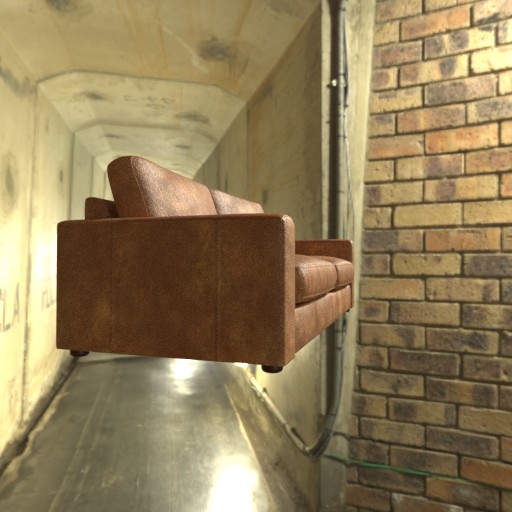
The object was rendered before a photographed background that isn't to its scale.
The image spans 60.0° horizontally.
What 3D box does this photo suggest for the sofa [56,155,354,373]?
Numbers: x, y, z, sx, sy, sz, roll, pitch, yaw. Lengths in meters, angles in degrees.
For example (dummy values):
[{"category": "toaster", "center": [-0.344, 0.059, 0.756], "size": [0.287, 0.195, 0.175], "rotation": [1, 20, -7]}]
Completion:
[{"category": "sofa", "center": [0.000, 0.000, 2.693], "size": [1.016, 0.873, 2.179], "rotation": [0, -1, 19]}]
